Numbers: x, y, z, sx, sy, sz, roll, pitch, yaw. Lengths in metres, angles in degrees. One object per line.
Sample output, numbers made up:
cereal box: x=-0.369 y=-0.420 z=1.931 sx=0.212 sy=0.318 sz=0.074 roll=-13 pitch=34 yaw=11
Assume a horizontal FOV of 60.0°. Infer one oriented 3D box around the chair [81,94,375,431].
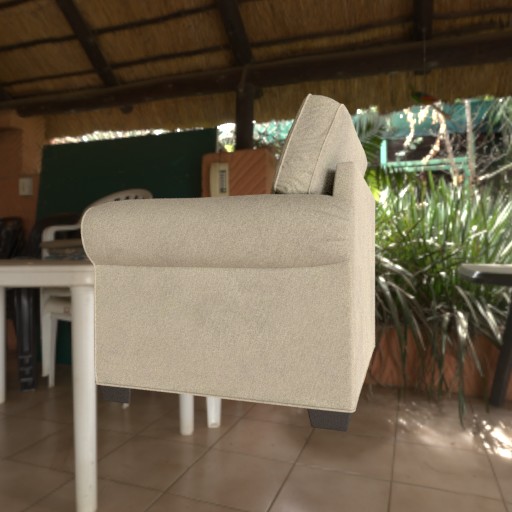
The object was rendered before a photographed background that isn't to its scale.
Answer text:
chair: x=0.000 y=0.000 z=1.906 sx=0.939 sy=1.044 sz=1.147 roll=0 pitch=1 yaw=19
